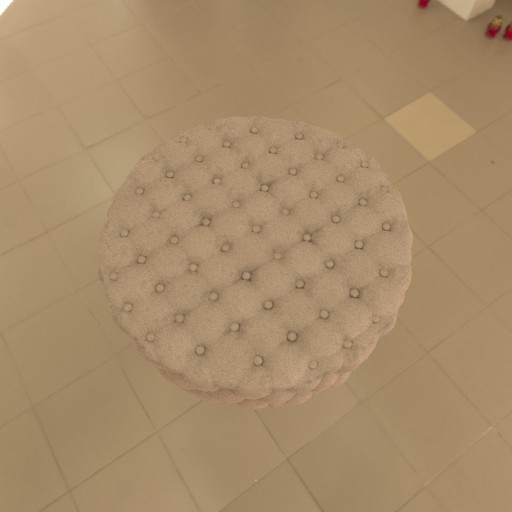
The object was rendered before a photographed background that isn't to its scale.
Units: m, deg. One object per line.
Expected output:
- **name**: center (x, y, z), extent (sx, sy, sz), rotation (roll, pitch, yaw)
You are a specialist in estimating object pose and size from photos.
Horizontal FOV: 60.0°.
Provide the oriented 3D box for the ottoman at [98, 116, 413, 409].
- **ottoman**: center (0.000, 0.000, 1.533), extent (0.998, 0.399, 0.998), rotation (0, 63, 0)
